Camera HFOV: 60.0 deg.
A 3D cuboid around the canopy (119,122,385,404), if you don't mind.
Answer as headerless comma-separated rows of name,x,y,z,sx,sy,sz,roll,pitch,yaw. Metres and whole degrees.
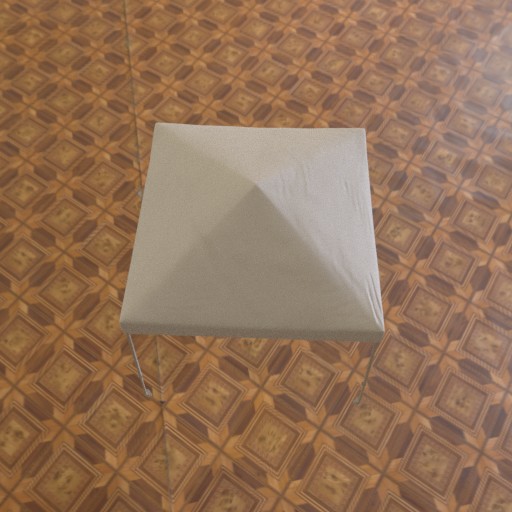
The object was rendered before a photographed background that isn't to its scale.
canopy,0.000,0.000,6.620,3.599,3.600,3.600,2,63,1
